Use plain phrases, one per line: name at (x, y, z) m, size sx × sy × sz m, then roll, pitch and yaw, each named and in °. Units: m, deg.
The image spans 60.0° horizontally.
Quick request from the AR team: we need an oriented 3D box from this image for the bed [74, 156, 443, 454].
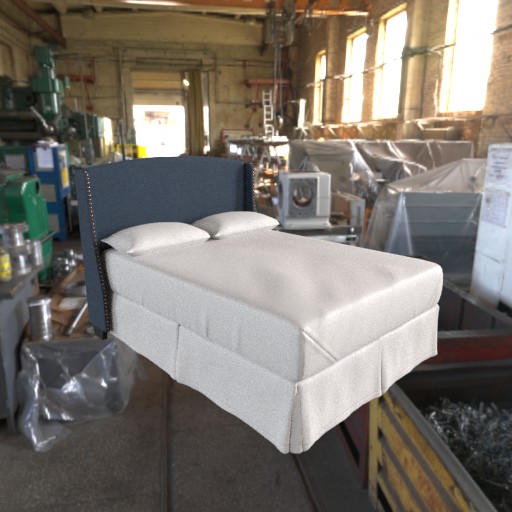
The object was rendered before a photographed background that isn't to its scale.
bed at (0.000, 0.000, 3.313) m, size 1.710 × 1.407 × 2.237 m, roll -14°, pitch 20°, yaw -42°
